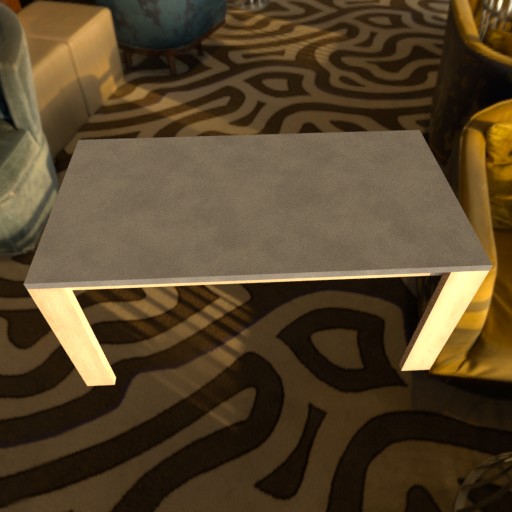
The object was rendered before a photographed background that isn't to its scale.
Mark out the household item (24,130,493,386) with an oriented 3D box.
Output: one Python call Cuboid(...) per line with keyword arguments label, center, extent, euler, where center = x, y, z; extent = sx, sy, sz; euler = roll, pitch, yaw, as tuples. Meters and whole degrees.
Cuboid(label="household item", center=(0.000, 0.000, 2.073), extent=(1.600, 0.755, 0.850), euler=(-2, 48, -2))
